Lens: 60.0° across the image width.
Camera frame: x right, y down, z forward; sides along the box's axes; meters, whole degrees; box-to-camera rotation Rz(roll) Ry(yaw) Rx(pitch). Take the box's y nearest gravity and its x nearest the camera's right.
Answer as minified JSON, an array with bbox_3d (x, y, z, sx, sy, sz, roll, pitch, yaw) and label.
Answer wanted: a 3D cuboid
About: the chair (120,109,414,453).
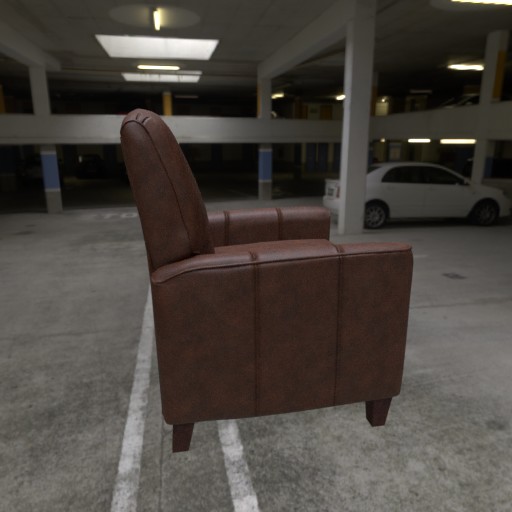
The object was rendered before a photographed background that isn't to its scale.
[{"bbox_3d":[0.000,0.000,1.627,0.850,1.010,0.839,-3,15,-11],"label":"chair"}]
